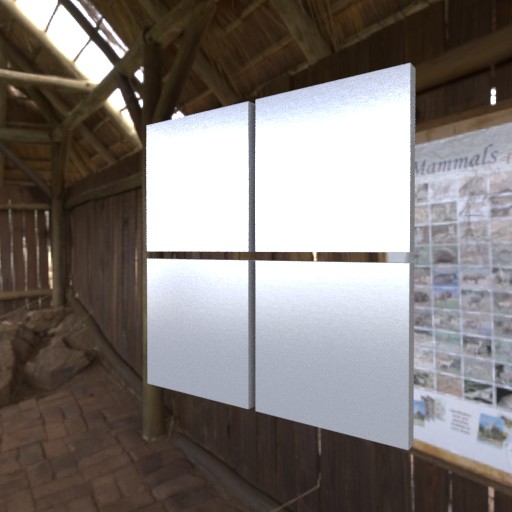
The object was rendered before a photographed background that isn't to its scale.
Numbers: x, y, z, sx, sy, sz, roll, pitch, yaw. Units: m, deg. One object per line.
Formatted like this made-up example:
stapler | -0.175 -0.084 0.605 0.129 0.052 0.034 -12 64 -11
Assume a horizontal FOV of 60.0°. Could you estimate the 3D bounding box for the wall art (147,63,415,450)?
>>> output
wall art | 0.000 0.000 0.886 0.611 0.611 0.029 1 1 35
